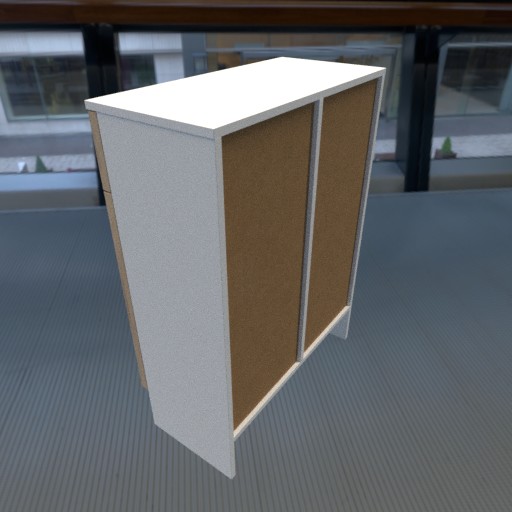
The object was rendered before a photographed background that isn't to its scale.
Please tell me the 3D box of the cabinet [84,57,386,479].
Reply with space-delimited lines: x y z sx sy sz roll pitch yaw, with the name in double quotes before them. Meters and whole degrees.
"cabinet" 0.000 0.000 1.092 0.296 0.815 0.600 21 38 30
